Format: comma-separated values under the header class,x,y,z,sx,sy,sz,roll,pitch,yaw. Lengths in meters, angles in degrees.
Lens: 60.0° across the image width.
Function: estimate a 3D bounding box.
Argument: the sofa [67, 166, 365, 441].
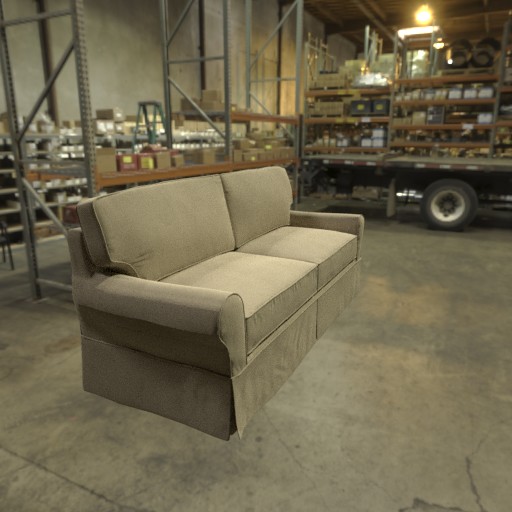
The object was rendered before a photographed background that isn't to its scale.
class,x,y,z,sx,sy,sz,roll,pitch,yaw
sofa,0.000,0.000,2.816,0.900,1.014,2.246,8,17,26
